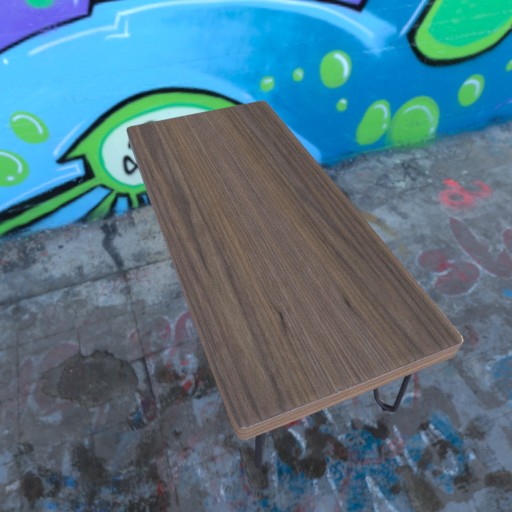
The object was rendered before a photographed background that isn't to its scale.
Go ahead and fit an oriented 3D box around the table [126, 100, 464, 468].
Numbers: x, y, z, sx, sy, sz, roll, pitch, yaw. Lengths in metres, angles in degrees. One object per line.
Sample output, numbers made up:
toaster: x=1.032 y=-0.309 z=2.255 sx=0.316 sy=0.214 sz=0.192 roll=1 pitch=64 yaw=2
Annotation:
table: x=0.000 y=0.000 z=1.674 sx=0.637 sy=0.468 sz=1.375 roll=-16 pitch=49 yaw=-15
